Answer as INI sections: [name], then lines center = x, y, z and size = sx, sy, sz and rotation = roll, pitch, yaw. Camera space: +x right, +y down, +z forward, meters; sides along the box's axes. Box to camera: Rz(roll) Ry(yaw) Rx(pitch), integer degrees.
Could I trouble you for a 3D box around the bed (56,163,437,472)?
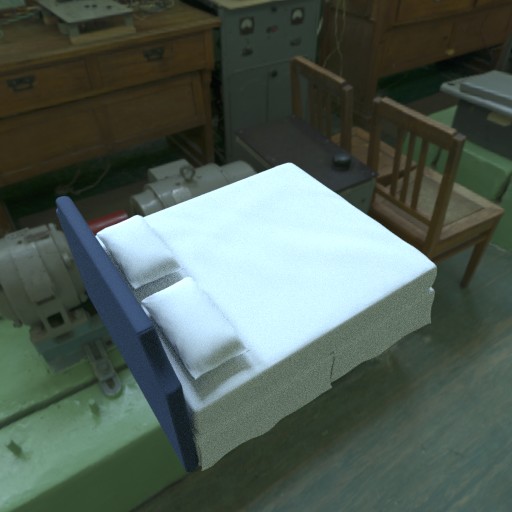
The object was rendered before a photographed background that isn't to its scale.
[bed]
center = 0.000, 0.000, 4.114
size = 2.773, 1.488, 2.350
rotation = -25, 49, -25
